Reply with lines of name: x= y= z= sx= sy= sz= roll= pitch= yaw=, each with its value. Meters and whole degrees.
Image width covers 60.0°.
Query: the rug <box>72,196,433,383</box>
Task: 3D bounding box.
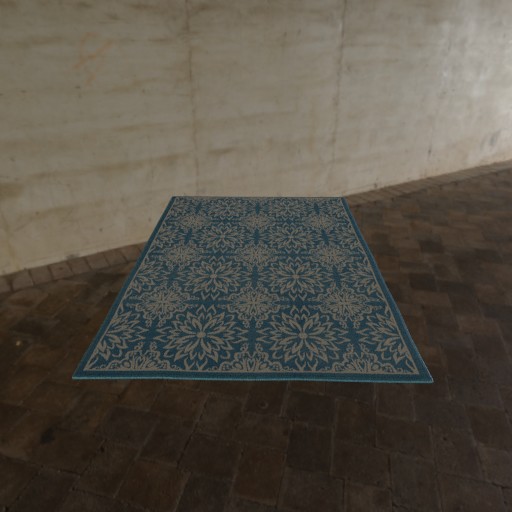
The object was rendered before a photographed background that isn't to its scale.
rug: x=0.000 y=0.000 z=2.299 sx=1.211 sy=0.012 sz=1.833 roll=0 pitch=27 yaw=1
